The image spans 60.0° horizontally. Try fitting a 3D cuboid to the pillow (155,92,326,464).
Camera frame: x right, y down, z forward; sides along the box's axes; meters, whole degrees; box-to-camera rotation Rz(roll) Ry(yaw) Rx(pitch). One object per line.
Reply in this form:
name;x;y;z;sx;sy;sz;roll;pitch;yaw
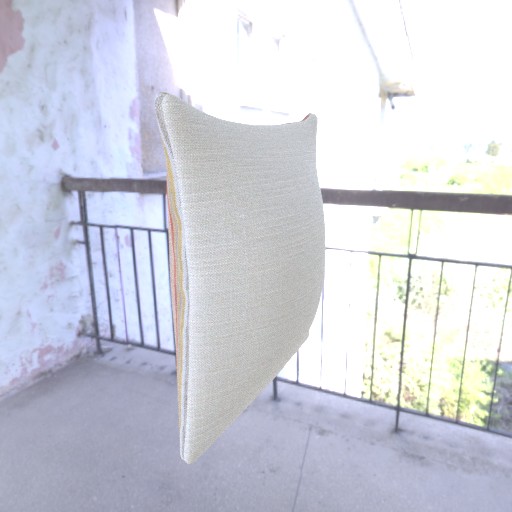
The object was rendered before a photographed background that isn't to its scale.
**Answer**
pillow;0.000;0.000;0.690;0.191;0.449;0.451;7;16;26
